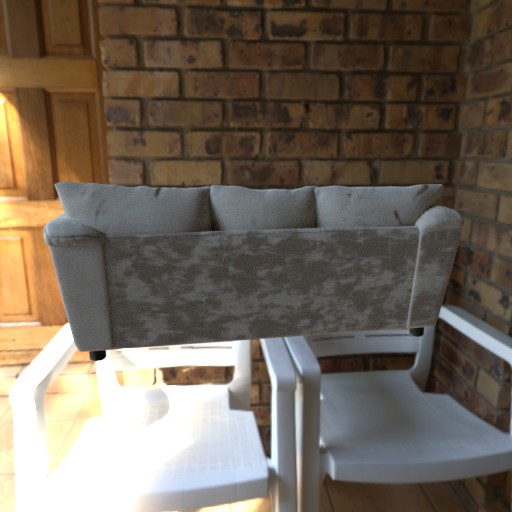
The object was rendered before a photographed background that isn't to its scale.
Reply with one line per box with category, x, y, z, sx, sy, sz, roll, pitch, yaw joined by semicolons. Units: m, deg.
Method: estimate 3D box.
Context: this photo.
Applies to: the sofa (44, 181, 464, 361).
sofa;0.000;0.000;2.788;2.377;0.981;0.893;-2;13;-10
